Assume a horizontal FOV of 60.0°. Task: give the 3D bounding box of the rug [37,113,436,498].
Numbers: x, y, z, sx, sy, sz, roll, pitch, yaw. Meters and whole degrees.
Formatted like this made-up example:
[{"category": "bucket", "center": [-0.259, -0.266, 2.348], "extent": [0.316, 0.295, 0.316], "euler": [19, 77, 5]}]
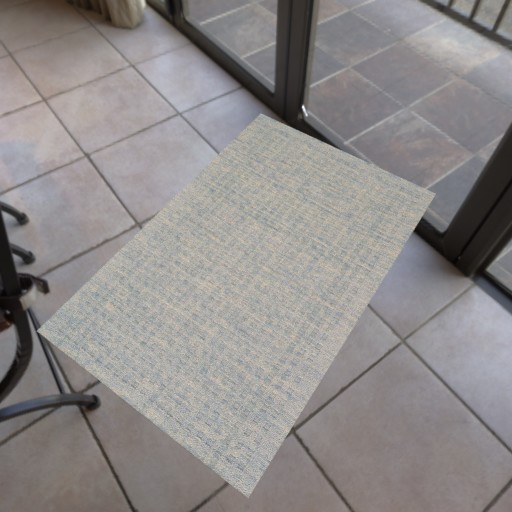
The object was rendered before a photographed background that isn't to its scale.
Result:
[{"category": "rug", "center": [0.000, 0.000, 2.172], "extent": [1.142, 0.006, 1.752], "euler": [30, 62, 18]}]
